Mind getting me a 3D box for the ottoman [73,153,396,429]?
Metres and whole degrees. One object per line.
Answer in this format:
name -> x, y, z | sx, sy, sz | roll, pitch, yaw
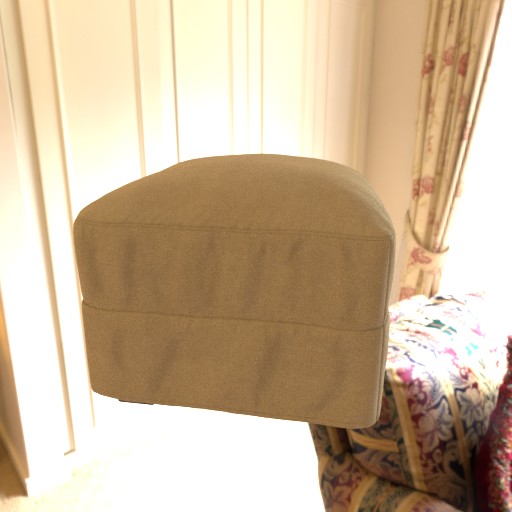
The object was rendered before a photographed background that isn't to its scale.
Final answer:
ottoman -> 0.000, 0.000, 1.074 | 0.584, 0.480, 0.712 | 3, 16, 9
